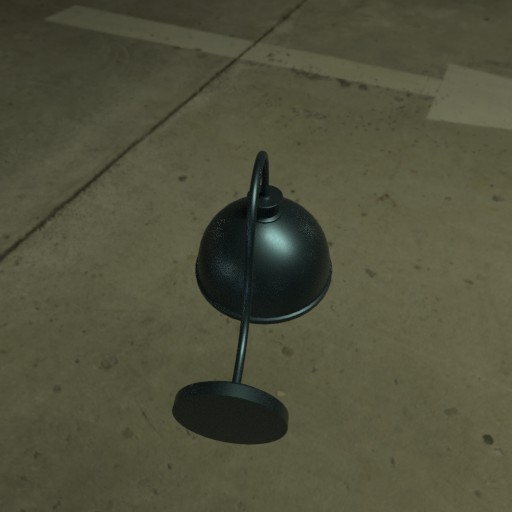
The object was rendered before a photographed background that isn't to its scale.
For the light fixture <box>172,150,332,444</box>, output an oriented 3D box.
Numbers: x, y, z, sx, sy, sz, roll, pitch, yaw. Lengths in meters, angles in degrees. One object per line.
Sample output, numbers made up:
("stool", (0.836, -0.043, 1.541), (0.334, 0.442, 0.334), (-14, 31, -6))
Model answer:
("light fixture", (0.000, 0.000, 0.648), (0.253, 0.295, 0.467), (6, 47, 5))
